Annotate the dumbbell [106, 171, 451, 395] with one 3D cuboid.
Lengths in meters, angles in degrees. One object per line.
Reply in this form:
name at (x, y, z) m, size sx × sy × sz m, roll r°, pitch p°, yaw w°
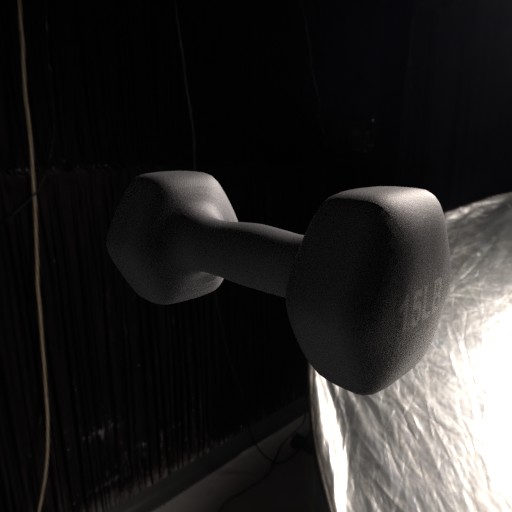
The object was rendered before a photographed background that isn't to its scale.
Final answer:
dumbbell at (0.000, 0.000, 0.303) m, size 0.116 × 0.105 × 0.240 m, roll -14°, pitch 20°, yaw -43°
